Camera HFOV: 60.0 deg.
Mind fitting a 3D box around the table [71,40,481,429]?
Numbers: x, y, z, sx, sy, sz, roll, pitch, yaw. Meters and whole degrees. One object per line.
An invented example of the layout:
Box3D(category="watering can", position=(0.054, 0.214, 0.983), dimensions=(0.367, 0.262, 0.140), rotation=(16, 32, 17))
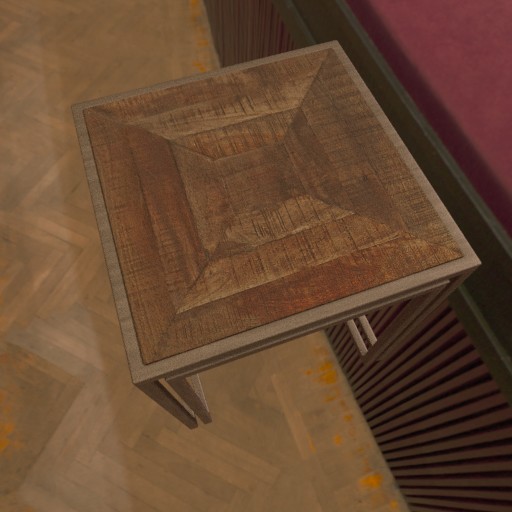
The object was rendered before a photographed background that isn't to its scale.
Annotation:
Box3D(category="table", position=(0.000, 0.000, 0.843), dimensions=(0.450, 0.500, 0.449), rotation=(-18, 64, -9))
